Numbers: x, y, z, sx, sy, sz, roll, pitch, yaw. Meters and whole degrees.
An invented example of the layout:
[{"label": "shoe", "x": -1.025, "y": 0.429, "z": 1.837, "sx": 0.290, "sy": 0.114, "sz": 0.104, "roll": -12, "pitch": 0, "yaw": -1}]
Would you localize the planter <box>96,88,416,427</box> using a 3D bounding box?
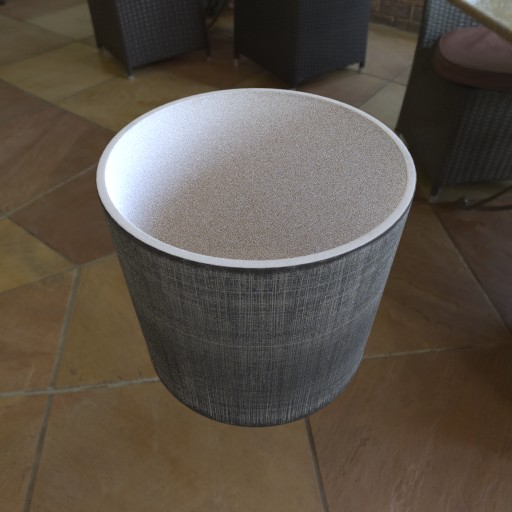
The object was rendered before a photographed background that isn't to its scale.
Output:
[{"label": "planter", "x": 0.000, "y": 0.000, "z": 0.385, "sx": 0.221, "sy": 0.201, "sz": 0.221, "roll": 0, "pitch": 45, "yaw": 0}]
